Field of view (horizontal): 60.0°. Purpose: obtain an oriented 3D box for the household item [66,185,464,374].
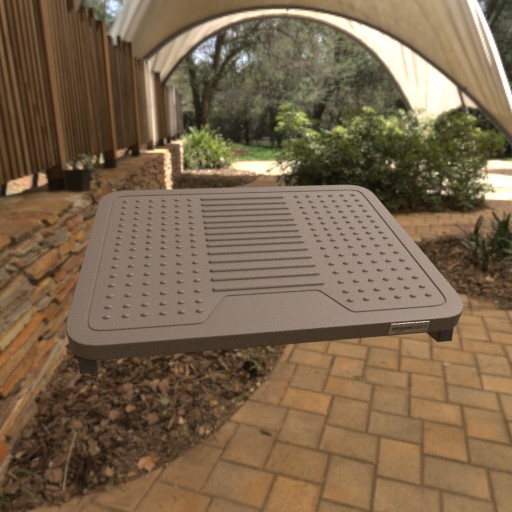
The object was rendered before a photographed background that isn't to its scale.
[{"bbox_3d":[0.000,0.000,0.539,0.390,0.126,0.301,-3,18,-9],"label":"household item"}]
